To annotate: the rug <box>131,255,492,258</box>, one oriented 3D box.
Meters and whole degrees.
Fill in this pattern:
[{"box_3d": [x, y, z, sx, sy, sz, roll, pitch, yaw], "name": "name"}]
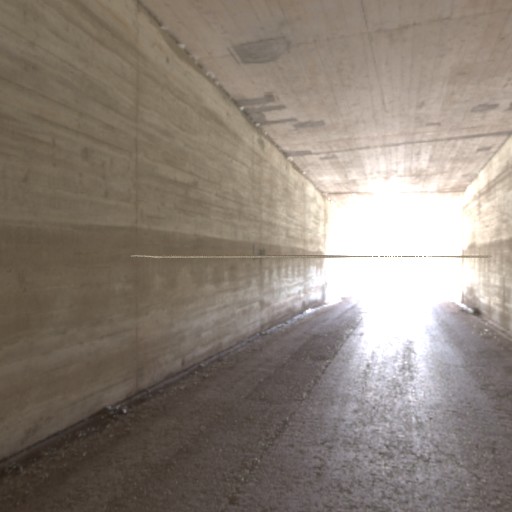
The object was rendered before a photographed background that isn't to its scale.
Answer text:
[{"box_3d": [0.000, 0.000, 2.973, 1.529, 0.012, 2.435, 0, 0, -18], "name": "rug"}]
